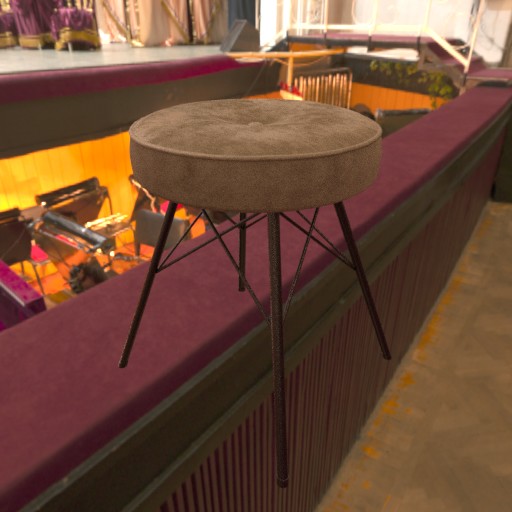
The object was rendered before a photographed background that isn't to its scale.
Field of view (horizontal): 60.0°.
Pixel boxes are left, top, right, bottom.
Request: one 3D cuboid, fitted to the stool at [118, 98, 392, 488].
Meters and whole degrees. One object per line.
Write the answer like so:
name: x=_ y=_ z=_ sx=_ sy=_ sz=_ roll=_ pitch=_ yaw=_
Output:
stool: x=0.000 y=0.000 z=0.858 sx=0.457 sy=0.538 sz=0.423 roll=22 pitch=35 yaw=34
